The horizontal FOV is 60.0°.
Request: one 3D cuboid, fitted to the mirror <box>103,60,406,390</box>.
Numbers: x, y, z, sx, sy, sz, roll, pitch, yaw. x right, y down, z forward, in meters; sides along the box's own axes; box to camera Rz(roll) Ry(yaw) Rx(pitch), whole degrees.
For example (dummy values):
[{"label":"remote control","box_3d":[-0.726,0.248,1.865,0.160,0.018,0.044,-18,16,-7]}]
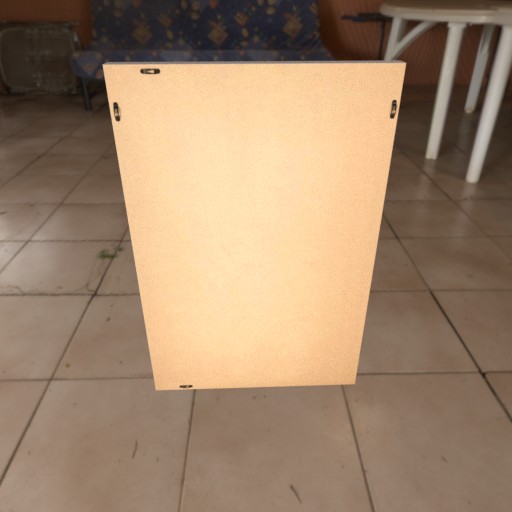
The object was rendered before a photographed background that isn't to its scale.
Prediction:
[{"label":"mirror","box_3d":[0.000,0.000,1.135,0.609,0.915,0.040,-1,31,-2]}]
